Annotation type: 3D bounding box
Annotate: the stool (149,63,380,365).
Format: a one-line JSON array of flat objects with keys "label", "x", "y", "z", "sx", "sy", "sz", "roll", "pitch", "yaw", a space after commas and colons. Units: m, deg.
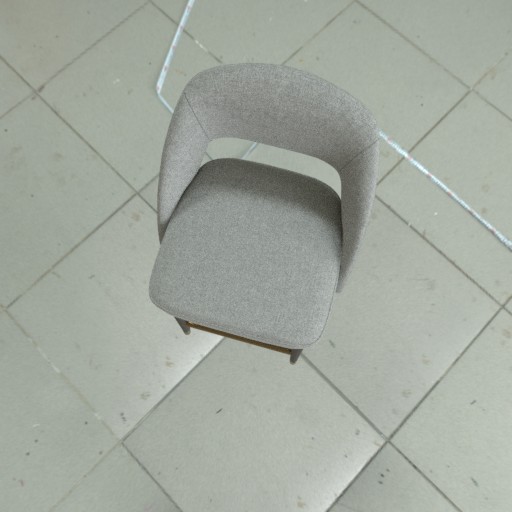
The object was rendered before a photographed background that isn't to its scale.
[{"label": "stool", "x": 0.000, "y": 0.000, "z": 1.290, "sx": 0.494, "sy": 1.037, "sz": 0.509, "roll": 15, "pitch": 76, "yaw": 4}]
